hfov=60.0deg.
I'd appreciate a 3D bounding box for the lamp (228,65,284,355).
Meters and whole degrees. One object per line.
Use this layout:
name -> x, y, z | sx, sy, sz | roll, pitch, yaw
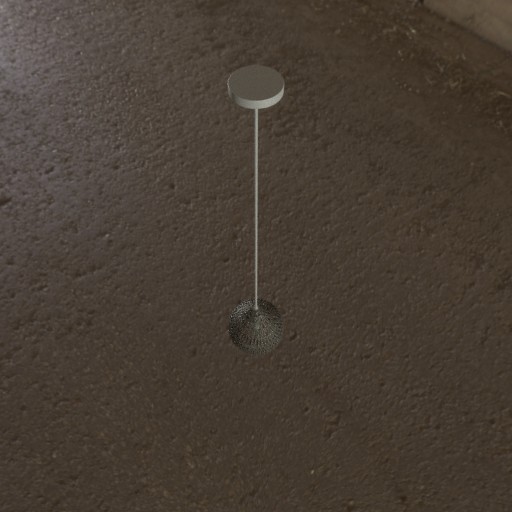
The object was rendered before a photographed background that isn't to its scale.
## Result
lamp -> 0.000, 0.000, 2.123 | 0.355, 1.919, 0.355 | 14, 59, 9
